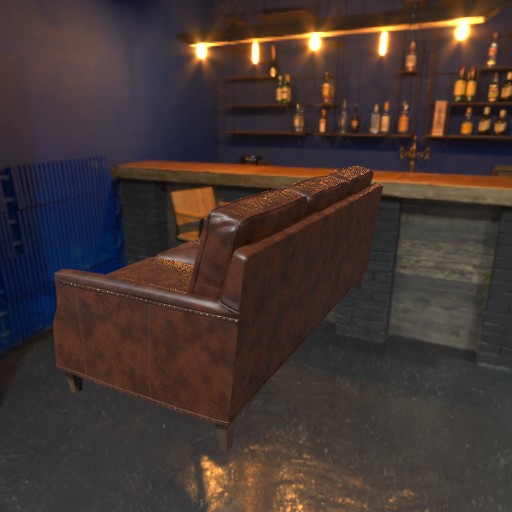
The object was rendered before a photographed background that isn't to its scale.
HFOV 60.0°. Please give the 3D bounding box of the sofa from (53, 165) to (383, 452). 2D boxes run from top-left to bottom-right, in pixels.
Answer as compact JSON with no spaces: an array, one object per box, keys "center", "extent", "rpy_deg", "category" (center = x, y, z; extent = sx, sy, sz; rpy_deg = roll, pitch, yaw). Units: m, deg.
[{"center":[0.000,0.000,2.783],"extent":[1.084,1.003,2.240],"rpy_deg":[9,19,26],"category":"sofa"}]
